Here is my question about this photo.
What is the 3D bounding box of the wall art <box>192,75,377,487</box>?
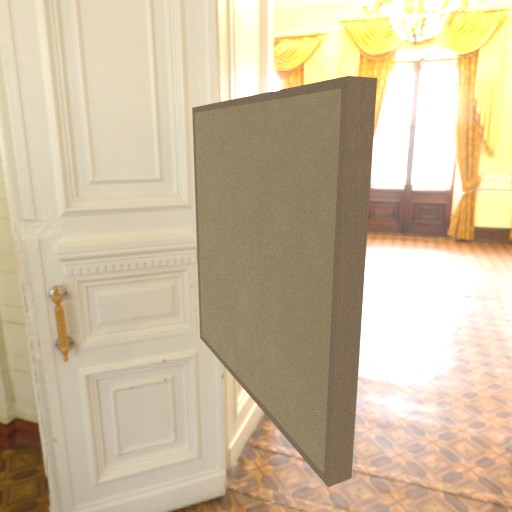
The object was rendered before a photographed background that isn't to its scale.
[{"bbox_3d":[0.000,0.000,0.748,0.038,0.506,0.508,-7,16,-25],"label":"wall art"}]
